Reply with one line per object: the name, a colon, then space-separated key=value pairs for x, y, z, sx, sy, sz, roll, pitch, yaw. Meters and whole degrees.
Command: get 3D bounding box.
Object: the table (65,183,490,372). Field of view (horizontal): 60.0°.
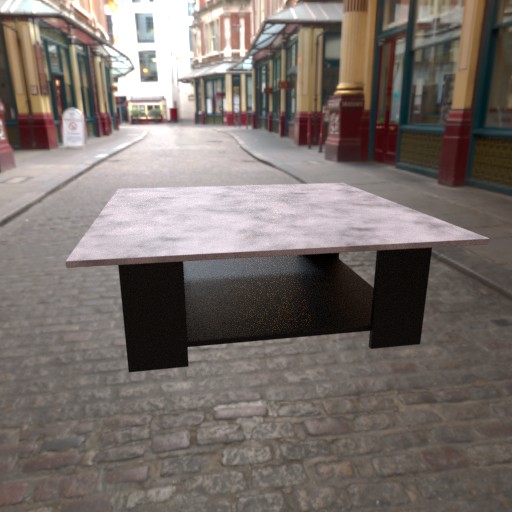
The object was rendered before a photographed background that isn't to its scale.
table: x=0.000 y=0.000 z=1.369 sx=0.890 sy=0.305 sz=0.890 roll=-3 pitch=18 yaw=-10
